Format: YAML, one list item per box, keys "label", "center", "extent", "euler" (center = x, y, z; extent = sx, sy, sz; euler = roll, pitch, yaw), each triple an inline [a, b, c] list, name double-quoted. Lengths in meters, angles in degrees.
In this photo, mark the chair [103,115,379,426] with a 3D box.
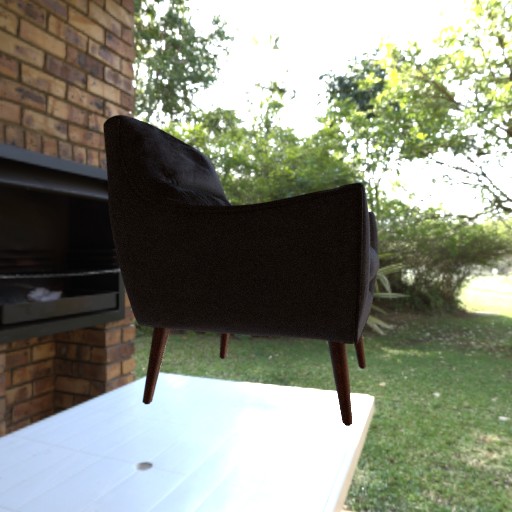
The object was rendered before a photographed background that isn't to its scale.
- label: "chair"
  center: [0.000, 0.000, 1.474]
  extent: [0.787, 0.838, 0.762]
  euler: [0, 0, 17]
